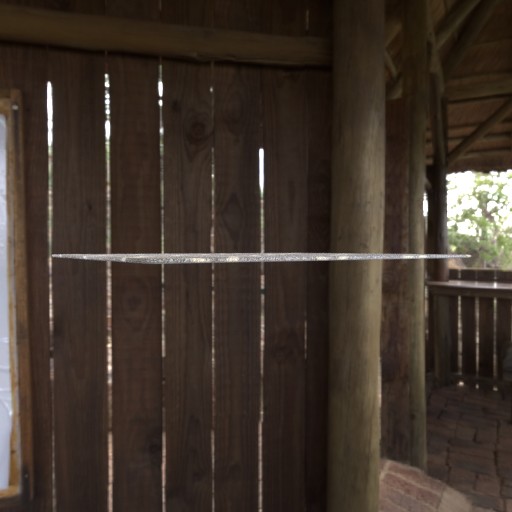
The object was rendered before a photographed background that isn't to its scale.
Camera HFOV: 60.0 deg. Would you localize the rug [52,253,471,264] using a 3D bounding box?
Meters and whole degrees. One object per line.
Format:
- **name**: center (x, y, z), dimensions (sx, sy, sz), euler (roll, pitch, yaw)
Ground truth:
- **rug**: center (0.000, 0.000, 4.029), dimensions (3.000, 0.026, 2.399), euler (-1, 1, -35)
